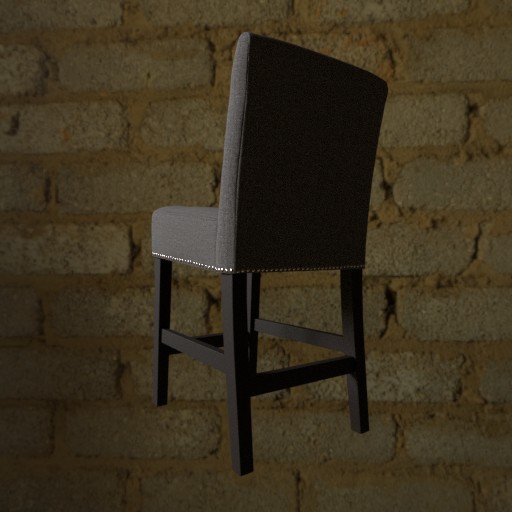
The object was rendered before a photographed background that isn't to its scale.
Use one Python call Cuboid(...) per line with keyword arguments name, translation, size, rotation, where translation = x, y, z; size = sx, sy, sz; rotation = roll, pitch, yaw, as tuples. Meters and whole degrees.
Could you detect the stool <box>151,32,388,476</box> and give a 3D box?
Cuboid(name="stool", translation=(0.000, 0.000, 1.180), size=(0.427, 0.885, 0.571), rotation=(-1, 1, -36))
